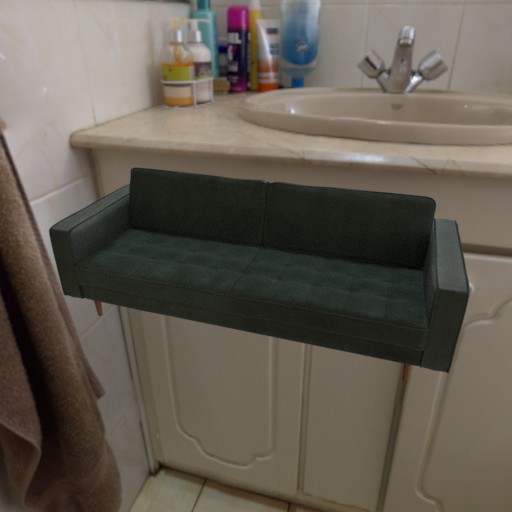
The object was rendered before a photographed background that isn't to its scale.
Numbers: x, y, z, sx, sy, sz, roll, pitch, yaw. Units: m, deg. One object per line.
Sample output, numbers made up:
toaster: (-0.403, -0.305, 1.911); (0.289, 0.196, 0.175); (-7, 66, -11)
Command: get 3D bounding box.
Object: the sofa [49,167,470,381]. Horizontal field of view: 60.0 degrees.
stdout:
sofa: (0.000, 0.000, 2.609); (2.214, 0.781, 0.886); (9, 28, 16)
